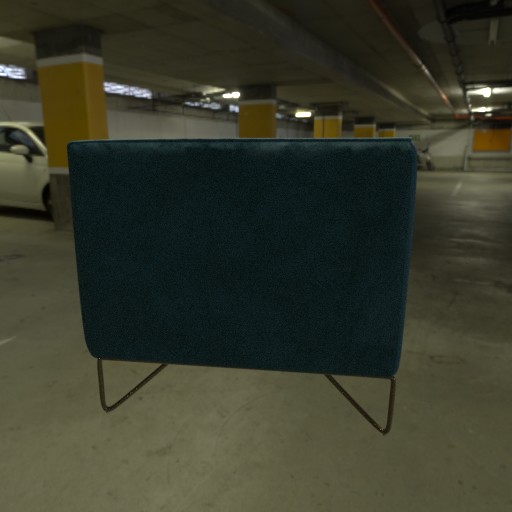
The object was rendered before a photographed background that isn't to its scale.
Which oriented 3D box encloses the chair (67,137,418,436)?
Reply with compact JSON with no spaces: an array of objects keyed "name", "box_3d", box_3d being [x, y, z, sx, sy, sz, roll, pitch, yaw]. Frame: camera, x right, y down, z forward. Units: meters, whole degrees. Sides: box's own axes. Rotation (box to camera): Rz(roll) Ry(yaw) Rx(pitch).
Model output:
[{"name":"chair","box_3d":[0.000,0.000,1.566,0.894,0.790,0.880,2,14,8]}]
